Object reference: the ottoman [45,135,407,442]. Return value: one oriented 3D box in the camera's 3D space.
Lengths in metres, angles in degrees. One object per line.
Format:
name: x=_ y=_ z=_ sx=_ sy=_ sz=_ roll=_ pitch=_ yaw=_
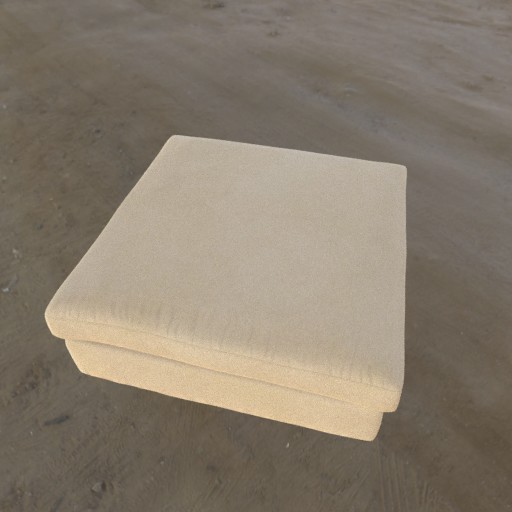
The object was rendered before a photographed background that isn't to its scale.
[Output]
ottoman: x=0.000 y=0.000 z=1.878 sx=1.190 sy=0.522 sz=1.205 roll=10 pitch=46 yaw=10
